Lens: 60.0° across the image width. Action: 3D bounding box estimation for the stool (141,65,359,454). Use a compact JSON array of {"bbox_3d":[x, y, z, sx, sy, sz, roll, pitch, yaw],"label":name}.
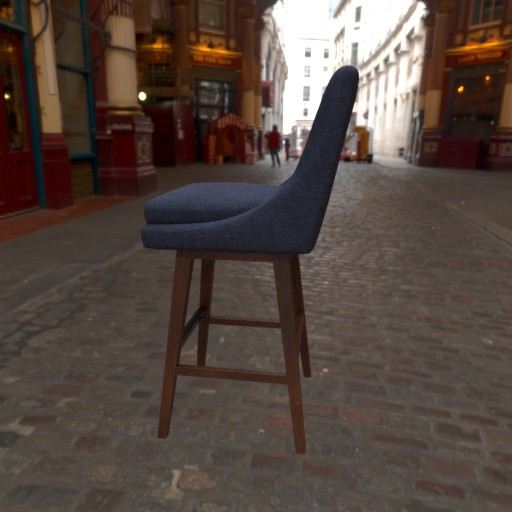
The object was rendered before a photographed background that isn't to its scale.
[{"bbox_3d":[0.000,0.000,1.411,0.572,1.068,0.489,2,16,9],"label":"stool"}]
